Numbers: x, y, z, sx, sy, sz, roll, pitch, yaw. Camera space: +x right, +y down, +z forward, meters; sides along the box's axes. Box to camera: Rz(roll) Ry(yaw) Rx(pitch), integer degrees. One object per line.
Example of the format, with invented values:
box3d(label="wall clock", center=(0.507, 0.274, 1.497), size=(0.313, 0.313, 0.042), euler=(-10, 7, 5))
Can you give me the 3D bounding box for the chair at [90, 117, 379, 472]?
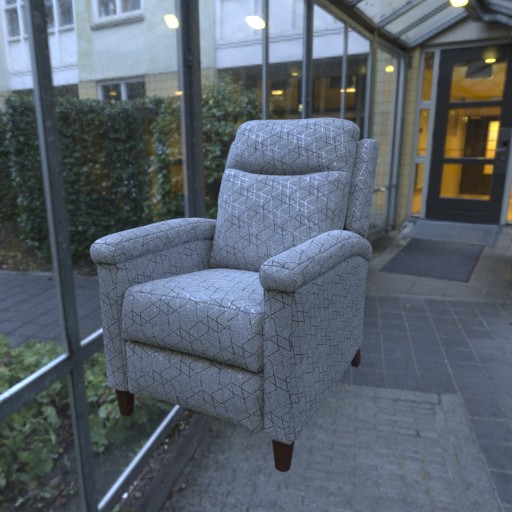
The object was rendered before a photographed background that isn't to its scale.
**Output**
box3d(label="chair", center=(0.000, 0.000, 1.705), size=(0.753, 1.048, 0.987), euler=(7, 16, 26))
